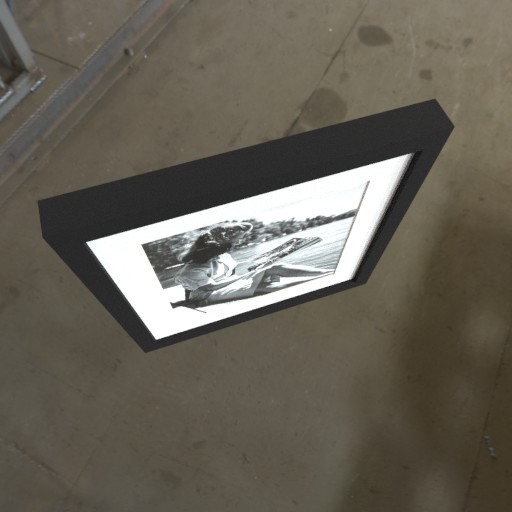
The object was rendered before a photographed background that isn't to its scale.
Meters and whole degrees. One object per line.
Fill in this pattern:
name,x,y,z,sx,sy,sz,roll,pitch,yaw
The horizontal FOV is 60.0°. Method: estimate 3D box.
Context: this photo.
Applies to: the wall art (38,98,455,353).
wall art,0.000,0.000,0.458,0.308,0.305,0.030,-16,65,-8
